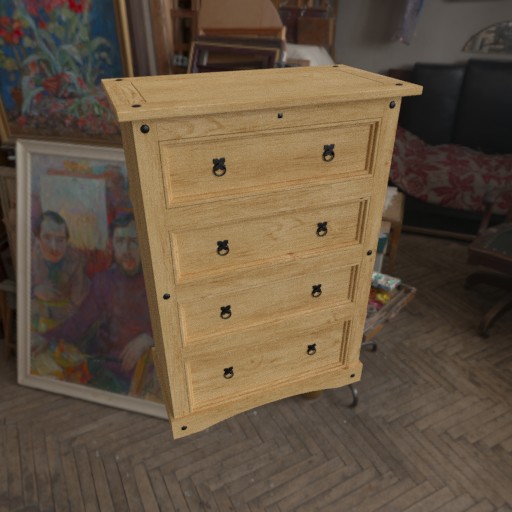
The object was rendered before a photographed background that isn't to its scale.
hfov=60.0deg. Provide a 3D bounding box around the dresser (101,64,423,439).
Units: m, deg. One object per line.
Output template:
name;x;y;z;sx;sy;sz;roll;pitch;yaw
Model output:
dresser;0.000;0.000;1.748;0.915;1.300;0.485;-11;33;-18
